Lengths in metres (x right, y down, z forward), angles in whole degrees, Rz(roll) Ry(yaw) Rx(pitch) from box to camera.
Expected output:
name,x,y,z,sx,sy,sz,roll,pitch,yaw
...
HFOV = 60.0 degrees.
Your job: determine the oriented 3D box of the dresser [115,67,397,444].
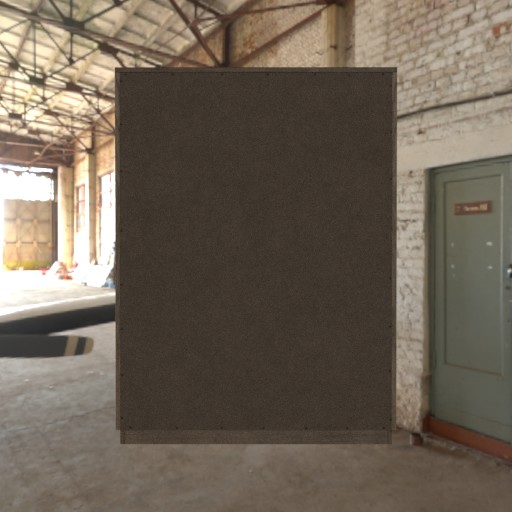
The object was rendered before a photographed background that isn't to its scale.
name,x,y,z,sx,sy,sz,roll,pitch,yaw
dresser,0.000,0.000,1.763,0.967,1.295,0.483,0,1,0
